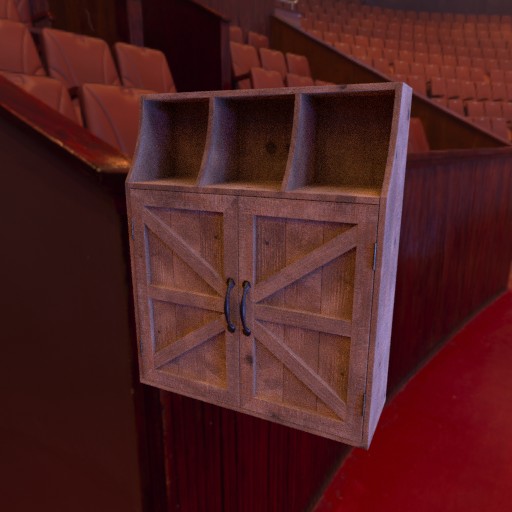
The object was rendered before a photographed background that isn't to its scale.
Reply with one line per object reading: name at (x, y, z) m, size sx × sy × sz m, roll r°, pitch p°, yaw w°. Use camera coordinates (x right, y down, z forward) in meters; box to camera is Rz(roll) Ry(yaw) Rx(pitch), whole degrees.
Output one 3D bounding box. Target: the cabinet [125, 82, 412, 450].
cabinet at (0.000, 0.000, 0.837) m, size 0.489 × 0.590 × 0.184 m, roll 7°, pitch 17°, yaw 25°
